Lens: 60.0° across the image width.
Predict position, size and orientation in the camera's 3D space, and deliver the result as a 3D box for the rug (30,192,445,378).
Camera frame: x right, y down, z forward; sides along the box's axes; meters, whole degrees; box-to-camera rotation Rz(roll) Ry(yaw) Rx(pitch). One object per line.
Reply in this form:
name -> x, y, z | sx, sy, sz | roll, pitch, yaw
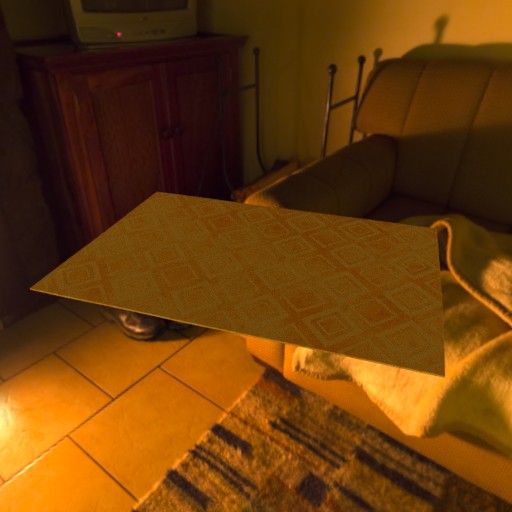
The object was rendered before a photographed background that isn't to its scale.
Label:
rug -> 0.000, 0.000, 2.325 | 1.829, 0.010, 1.213 | 9, 32, 15
